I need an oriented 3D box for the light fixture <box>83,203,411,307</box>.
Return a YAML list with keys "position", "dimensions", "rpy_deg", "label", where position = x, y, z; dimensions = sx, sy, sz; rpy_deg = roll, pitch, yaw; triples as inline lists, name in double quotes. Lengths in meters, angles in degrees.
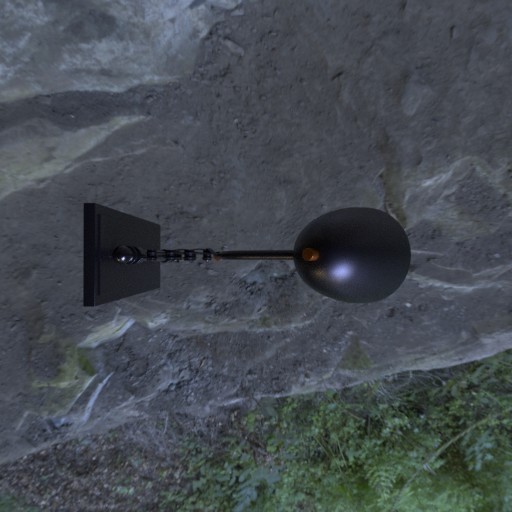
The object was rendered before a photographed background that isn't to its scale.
- position: [0.000, 0.000, 0.943]
  dimensions: [0.499, 0.715, 0.162]
  rpy_deg: [0, 90, 1]
  label: "light fixture"
